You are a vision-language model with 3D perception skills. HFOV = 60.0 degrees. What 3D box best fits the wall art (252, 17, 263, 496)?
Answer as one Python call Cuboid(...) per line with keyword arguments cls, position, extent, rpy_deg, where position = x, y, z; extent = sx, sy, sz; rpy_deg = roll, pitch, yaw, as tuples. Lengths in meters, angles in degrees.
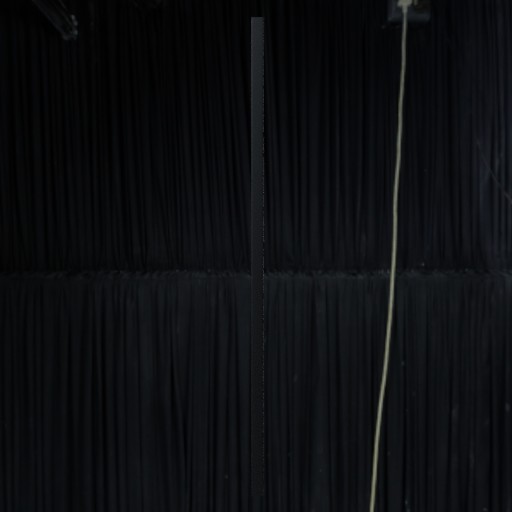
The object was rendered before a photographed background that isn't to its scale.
Cuboid(cls="wall art", position=(0.000, 0.000, 0.587), extent=(0.011, 0.459, 0.326), rpy_deg=(0, 1, -1))
